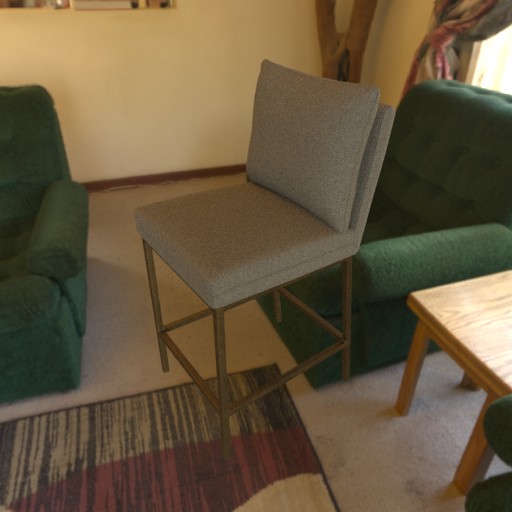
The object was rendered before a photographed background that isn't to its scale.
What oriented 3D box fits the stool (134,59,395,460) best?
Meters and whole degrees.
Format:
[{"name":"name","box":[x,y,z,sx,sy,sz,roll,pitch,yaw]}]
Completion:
[{"name":"stool","box":[0.000,0.000,1.347,0.569,1.030,0.463,-20,37,-29]}]
